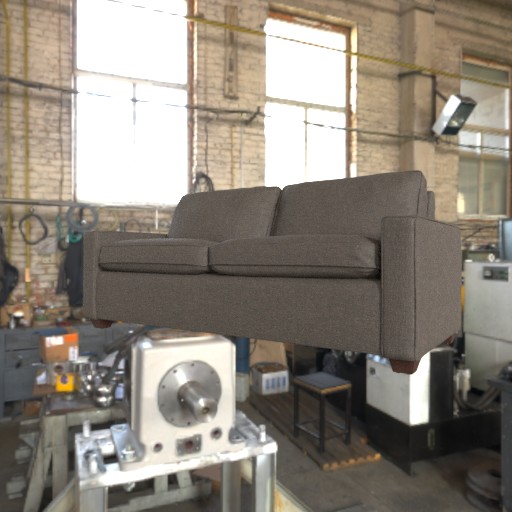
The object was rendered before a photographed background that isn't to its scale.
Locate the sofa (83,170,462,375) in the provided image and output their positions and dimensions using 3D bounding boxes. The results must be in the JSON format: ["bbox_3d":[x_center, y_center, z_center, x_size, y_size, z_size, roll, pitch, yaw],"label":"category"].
[{"bbox_3d":[0.000,0.000,2.575,2.080,0.919,0.940,0,0,34],"label":"sofa"}]
